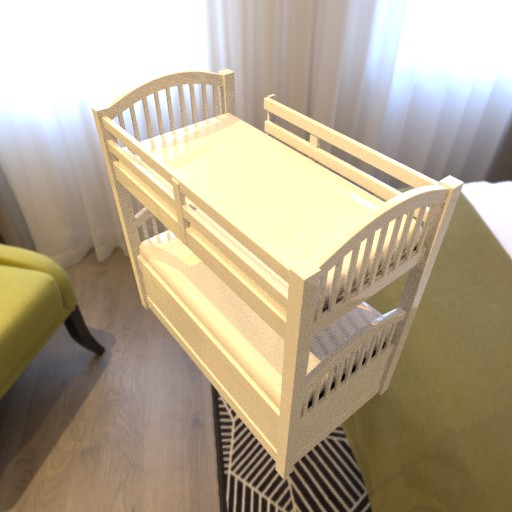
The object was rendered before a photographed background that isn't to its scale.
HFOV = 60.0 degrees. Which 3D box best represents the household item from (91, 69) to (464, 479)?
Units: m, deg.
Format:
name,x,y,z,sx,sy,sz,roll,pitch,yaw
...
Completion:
name,x,y,z,sx,sy,sz,roll,pitch,yaw
household item,0.000,0.000,3.192,1.143,2.032,2.032,-28,49,-27
